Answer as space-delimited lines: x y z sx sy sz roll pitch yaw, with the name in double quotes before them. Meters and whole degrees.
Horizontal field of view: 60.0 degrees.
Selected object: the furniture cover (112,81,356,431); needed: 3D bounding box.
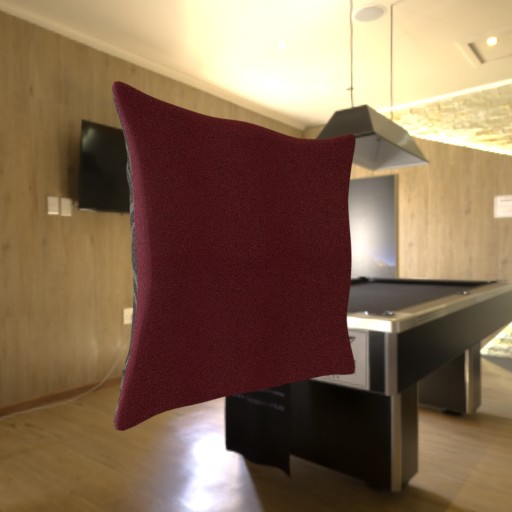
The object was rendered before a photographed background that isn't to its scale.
"furniture cover" 0.000 0.000 0.798 0.514 0.513 0.163 -1 1 -36
